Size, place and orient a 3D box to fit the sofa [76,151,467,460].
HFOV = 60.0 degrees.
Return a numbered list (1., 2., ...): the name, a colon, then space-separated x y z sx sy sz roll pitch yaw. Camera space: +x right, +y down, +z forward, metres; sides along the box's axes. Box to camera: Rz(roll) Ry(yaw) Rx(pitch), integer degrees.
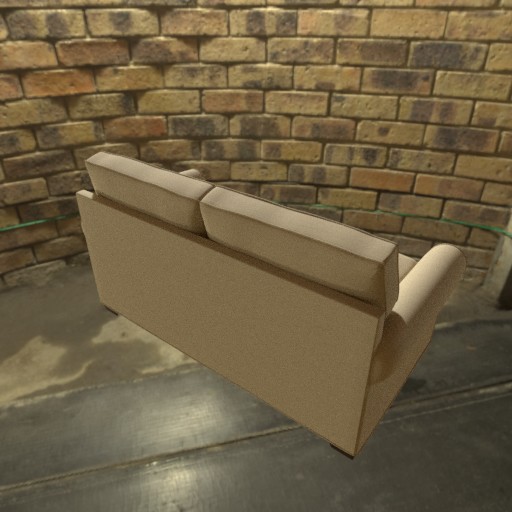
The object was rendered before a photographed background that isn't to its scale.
1. sofa: 0.000 0.000 2.215 1.774 0.933 0.861 22 37 31
